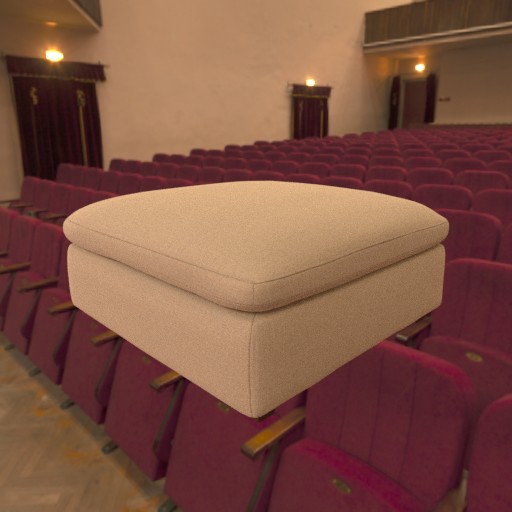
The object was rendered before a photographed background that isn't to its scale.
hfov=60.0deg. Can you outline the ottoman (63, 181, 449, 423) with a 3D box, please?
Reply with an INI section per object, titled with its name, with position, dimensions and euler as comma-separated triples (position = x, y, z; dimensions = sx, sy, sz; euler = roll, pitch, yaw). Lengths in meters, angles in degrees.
[ottoman]
position = 0.000, 0.000, 1.549
dimensions = 0.996, 0.467, 0.977
euler = -15, 22, -42
